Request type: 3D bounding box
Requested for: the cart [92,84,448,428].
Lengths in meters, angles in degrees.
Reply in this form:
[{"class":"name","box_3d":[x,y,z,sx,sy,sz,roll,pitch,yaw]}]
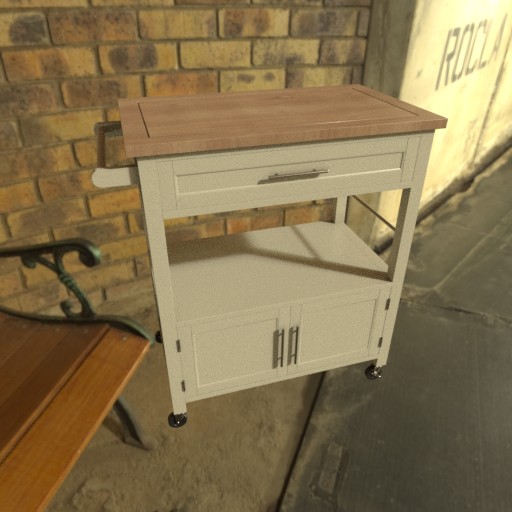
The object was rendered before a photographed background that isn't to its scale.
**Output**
[{"class":"cart","box_3d":[0.000,0.000,1.393,0.840,0.901,0.459,-9,33,-14]}]
